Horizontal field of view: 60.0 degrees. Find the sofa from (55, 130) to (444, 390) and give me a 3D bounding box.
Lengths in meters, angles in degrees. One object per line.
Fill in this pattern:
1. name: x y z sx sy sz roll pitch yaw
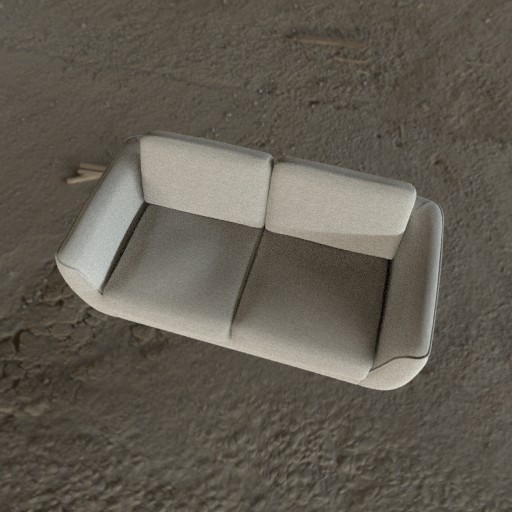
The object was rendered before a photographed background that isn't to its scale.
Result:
1. sofa: 0.000 0.000 2.233 1.700 0.850 0.920 14 59 8
